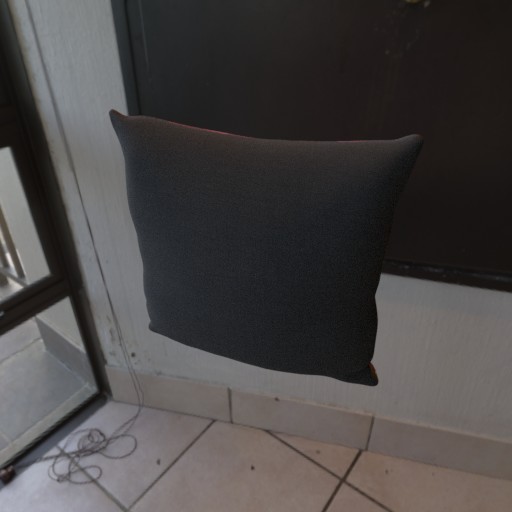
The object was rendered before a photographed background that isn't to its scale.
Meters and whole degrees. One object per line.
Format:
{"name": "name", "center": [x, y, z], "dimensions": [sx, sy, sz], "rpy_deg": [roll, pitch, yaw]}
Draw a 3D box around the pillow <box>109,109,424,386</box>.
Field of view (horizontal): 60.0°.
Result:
{"name": "pillow", "center": [0.000, 0.000, 0.796], "dimensions": [0.503, 0.496, 0.208], "rpy_deg": [11, 35, 15]}
